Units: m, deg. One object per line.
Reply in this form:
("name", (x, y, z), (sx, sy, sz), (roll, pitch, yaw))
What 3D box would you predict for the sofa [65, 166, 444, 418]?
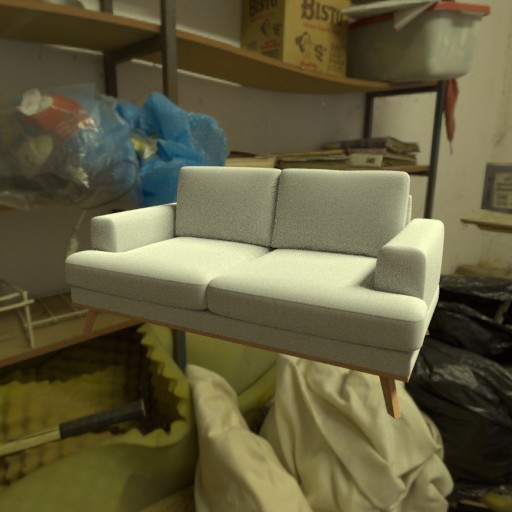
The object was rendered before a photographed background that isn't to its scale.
("sofa", (0.000, 0.000, 2.143), (1.651, 0.810, 0.915), (7, 16, 27))
